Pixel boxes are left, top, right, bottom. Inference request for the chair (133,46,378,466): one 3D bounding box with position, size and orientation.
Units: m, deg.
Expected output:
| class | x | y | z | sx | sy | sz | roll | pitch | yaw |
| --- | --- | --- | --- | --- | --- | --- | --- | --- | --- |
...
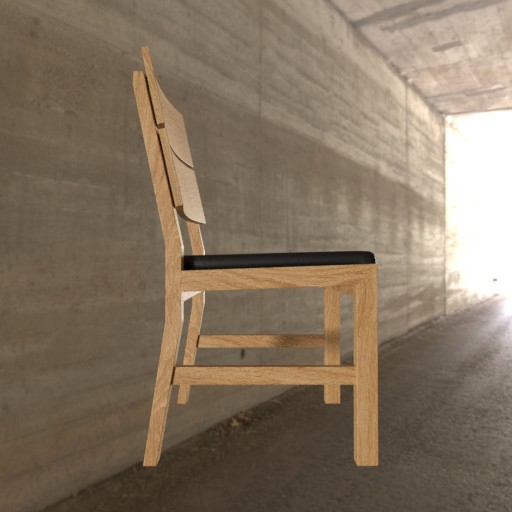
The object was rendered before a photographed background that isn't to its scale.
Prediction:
| class | x | y | z | sx | sy | sz | roll | pitch | yaw |
| --- | --- | --- | --- | --- | --- | --- | --- | --- | --- |
| chair | 0.000 | 0.000 | 1.239 | 0.569 | 0.950 | 0.475 | 0 | -1 | 0 |
